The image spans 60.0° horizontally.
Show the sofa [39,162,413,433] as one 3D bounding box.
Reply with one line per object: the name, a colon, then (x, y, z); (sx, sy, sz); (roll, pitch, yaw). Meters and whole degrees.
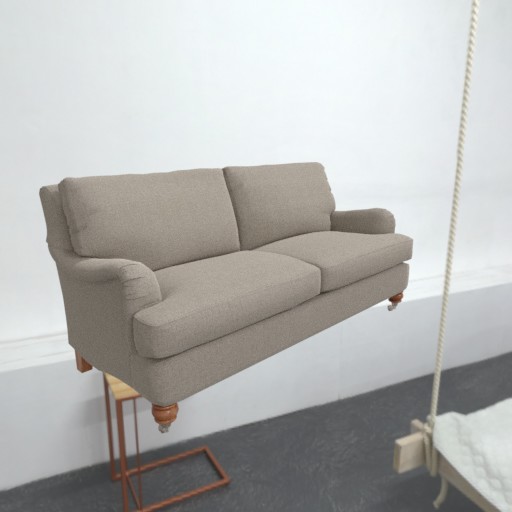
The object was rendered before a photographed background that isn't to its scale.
sofa: (0.000, 0.000, 2.724); (1.087, 1.054, 2.160); (14, 21, 43)
